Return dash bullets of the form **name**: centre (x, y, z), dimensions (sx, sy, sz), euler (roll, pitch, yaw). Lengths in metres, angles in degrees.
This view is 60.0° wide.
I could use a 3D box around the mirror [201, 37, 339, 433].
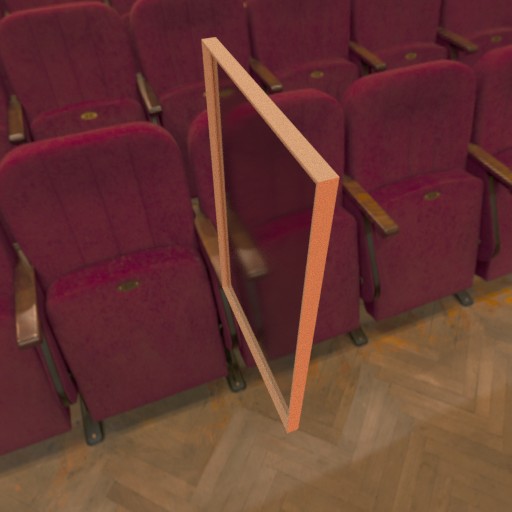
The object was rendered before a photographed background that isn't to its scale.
- **mirror**: centre (0.000, 0.000, 1.192), dimensions (0.041, 0.915, 0.609), euler (-16, 48, -15)
